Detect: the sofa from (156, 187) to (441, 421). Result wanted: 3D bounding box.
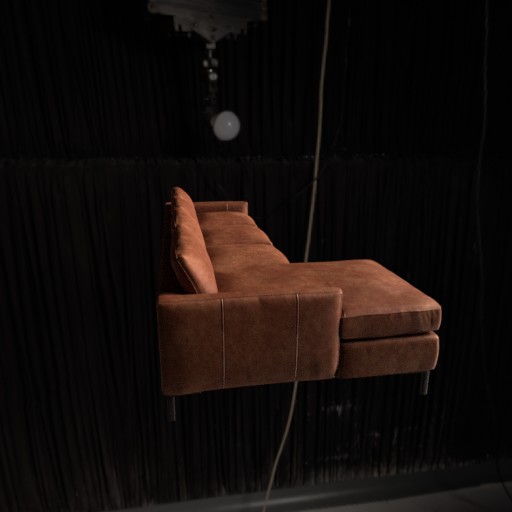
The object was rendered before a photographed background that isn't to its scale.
[{"bbox_3d":[0.000,0.000,3.598,1.471,0.859,2.993,-3,16,-10],"label":"sofa"}]
